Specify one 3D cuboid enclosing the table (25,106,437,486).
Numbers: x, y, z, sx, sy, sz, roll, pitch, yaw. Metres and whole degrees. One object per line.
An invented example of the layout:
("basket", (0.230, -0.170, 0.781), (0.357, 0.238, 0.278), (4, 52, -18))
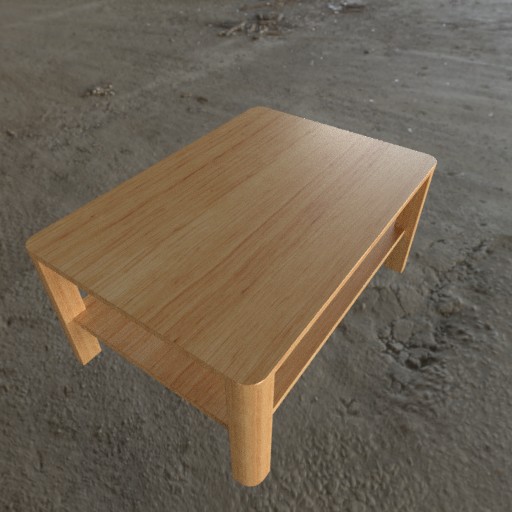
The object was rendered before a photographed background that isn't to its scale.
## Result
("table", (0.000, 0.000, 1.364), (0.696, 0.445, 0.997), (25, 47, 26))
